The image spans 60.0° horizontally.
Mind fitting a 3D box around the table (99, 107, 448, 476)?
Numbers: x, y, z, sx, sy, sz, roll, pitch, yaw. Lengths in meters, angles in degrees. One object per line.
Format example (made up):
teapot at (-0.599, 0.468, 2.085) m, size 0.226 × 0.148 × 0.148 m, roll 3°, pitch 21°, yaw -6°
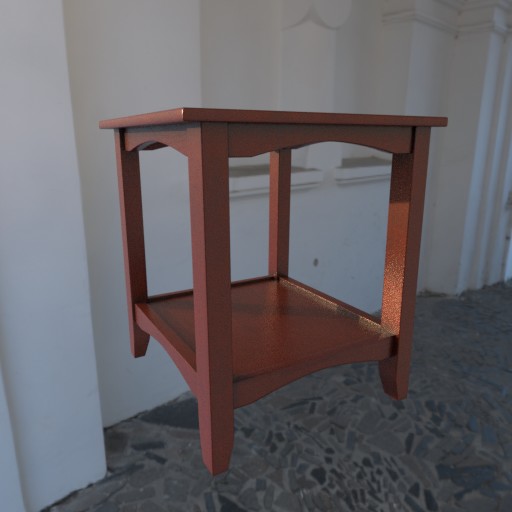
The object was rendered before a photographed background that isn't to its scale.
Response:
table at (0.000, 0.000, 0.946) m, size 0.522 × 0.558 × 0.523 m, roll -8°, pitch 17°, yaw -27°
